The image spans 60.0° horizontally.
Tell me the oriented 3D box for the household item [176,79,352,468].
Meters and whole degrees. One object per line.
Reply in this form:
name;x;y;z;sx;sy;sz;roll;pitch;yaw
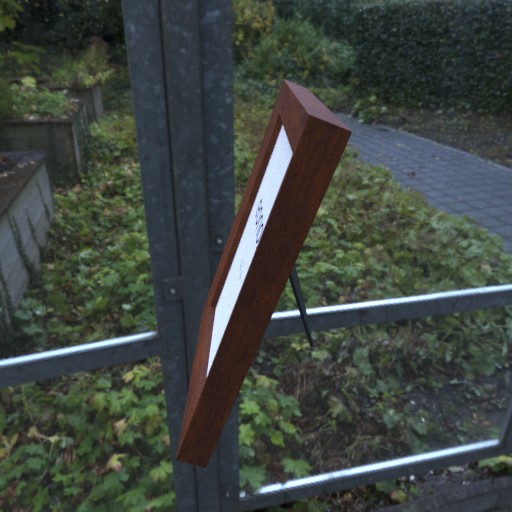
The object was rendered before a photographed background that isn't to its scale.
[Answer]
household item;0.000;0.000;0.292;0.096;0.204;0.160;0;26;0
